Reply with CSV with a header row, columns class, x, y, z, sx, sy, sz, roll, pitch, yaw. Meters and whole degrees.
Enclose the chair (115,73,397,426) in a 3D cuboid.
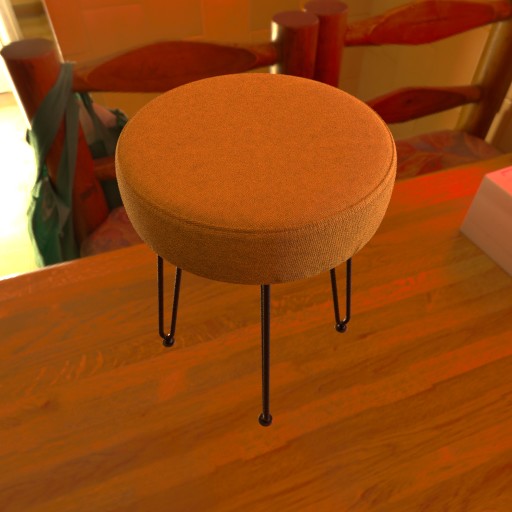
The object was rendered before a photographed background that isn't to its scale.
class,x,y,z,sx,sy,sz,roll,pitch,yaw
chair,0.000,0.000,0.698,0.345,0.455,0.345,31,55,25
